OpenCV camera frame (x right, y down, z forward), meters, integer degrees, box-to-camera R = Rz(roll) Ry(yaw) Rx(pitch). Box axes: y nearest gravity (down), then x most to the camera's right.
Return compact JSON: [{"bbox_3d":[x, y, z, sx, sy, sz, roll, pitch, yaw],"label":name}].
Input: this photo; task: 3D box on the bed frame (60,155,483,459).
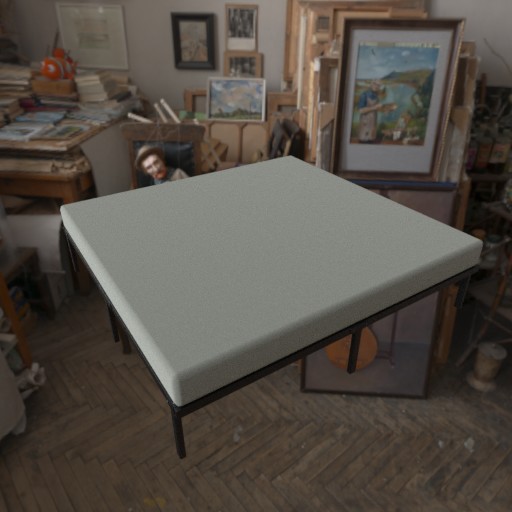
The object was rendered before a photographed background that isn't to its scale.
[{"bbox_3d":[0.000,0.000,3.879,2.635,0.680,2.526,-19,36,-28],"label":"bed frame"}]
